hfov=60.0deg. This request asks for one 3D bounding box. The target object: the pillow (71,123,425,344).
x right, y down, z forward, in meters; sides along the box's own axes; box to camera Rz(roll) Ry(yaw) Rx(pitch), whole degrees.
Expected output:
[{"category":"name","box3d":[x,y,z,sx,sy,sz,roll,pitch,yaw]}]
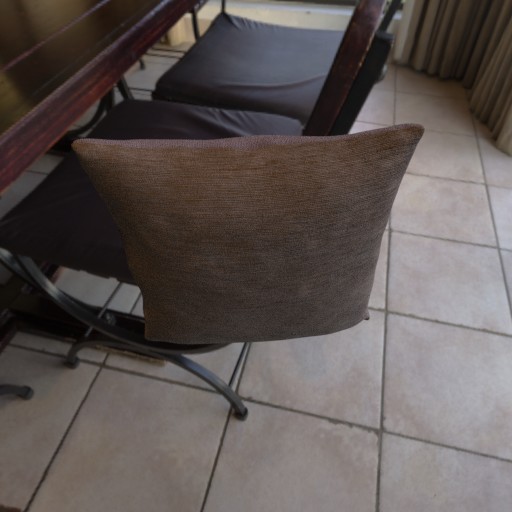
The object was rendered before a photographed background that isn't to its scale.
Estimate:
[{"category":"pillow","box3d":[0.000,0.000,0.710,0.452,0.439,0.204,-4,47,-4]}]
